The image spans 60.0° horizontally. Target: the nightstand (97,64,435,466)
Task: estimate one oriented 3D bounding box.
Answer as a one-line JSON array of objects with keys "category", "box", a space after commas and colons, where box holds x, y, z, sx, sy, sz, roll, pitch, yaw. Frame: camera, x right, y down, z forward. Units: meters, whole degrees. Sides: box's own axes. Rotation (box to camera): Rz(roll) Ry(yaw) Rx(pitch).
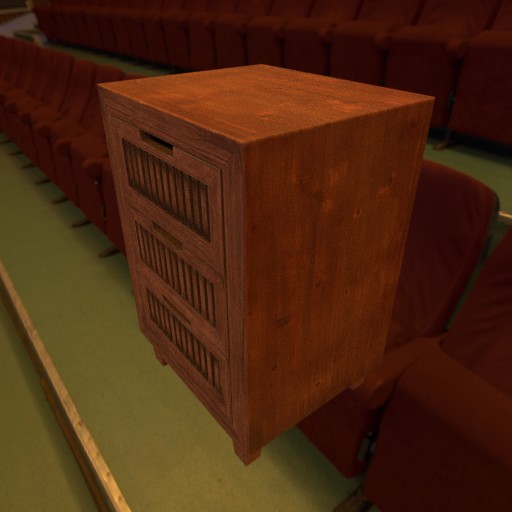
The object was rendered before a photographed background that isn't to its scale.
[{"category": "nightstand", "box": [0.000, 0.000, 0.973, 0.410, 0.695, 0.465, -22, 38, -32]}]
